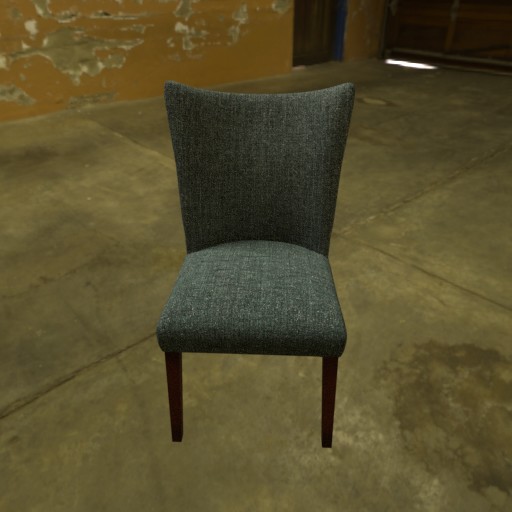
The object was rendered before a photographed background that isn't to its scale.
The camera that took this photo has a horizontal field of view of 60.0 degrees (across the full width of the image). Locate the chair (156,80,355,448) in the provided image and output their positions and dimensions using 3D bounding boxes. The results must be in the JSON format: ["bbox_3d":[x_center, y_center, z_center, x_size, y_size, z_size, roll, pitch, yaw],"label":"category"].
[{"bbox_3d":[0.000,0.000,1.323,0.535,0.924,0.623,1,31,2],"label":"chair"}]
